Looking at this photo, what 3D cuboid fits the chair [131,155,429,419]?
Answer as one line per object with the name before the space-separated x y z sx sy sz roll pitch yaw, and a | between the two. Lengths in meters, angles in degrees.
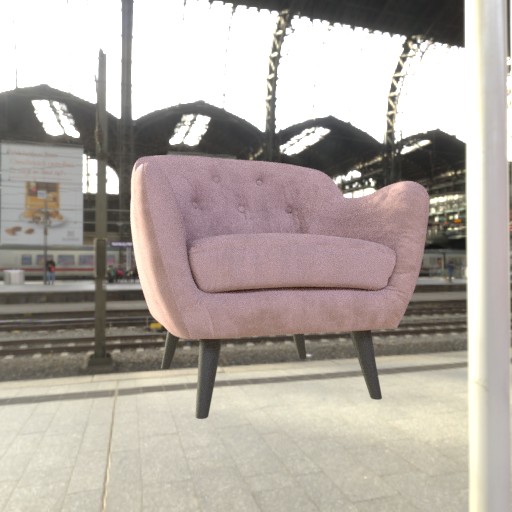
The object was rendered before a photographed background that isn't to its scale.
chair | 0.000 0.000 1.507 0.840 0.820 0.820 0 -1 -18
